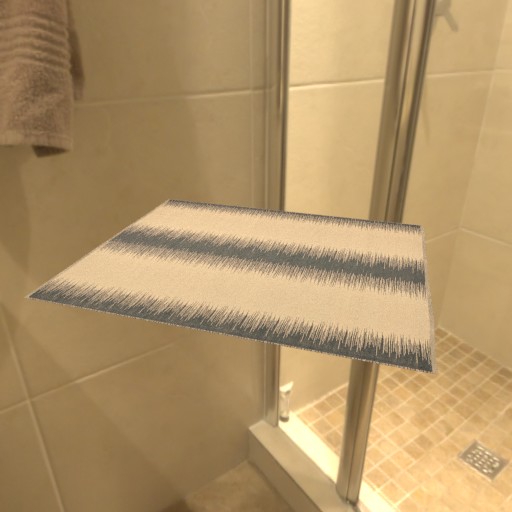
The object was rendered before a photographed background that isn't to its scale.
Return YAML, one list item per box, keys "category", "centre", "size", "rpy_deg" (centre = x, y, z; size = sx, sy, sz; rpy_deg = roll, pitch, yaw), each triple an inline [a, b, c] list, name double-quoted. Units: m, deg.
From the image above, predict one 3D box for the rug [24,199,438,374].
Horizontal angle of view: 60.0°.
- category: "rug"
  centre: [0.000, 0.000, 4.099]
  size: [3.037, 0.004, 2.453]
  rpy_deg: [8, 27, 15]
